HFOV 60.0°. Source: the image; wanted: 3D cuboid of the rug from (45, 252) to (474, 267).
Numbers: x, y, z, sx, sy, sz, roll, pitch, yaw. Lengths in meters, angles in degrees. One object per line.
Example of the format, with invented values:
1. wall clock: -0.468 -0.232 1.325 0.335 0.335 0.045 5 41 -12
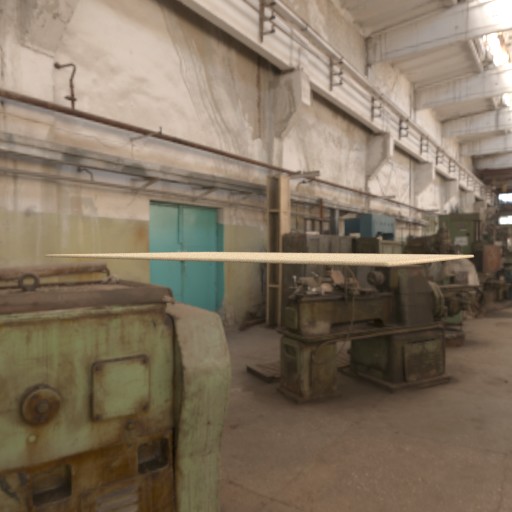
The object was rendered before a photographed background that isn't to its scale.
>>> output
1. rug: 0.000 0.000 2.276 1.848 0.014 1.238 1 2 36
